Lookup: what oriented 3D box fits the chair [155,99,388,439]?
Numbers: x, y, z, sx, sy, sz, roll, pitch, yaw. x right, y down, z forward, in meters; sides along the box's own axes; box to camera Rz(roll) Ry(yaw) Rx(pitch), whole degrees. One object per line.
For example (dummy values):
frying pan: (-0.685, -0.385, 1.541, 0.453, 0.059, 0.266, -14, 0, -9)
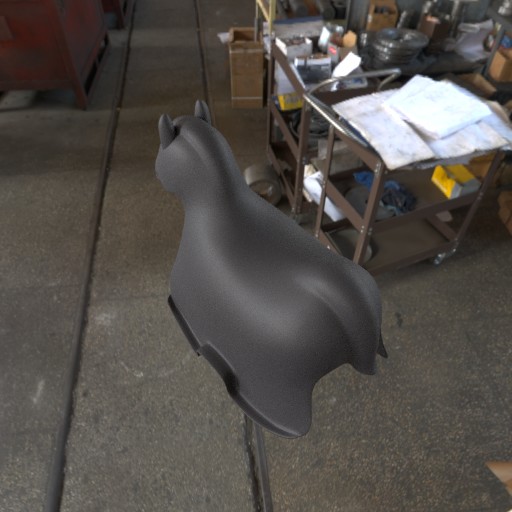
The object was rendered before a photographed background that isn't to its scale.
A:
chair: (0.000, 0.000, 1.141, 0.429, 0.612, 0.800, -32, 55, -27)
